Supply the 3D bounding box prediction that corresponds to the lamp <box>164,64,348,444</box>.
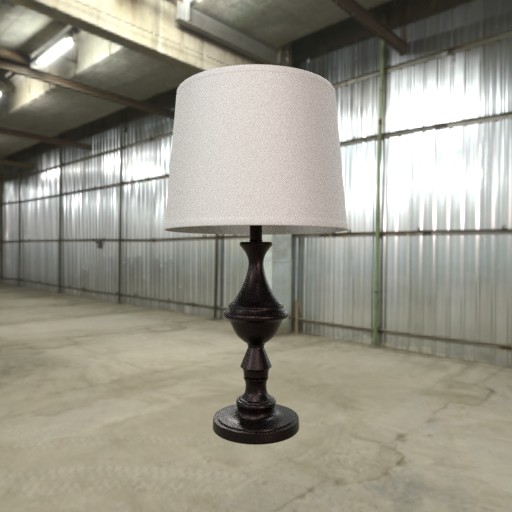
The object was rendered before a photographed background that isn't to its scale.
[{"bbox_3d":[0.000,0.000,0.943,0.383,0.726,0.383,0,0,0],"label":"lamp"}]
